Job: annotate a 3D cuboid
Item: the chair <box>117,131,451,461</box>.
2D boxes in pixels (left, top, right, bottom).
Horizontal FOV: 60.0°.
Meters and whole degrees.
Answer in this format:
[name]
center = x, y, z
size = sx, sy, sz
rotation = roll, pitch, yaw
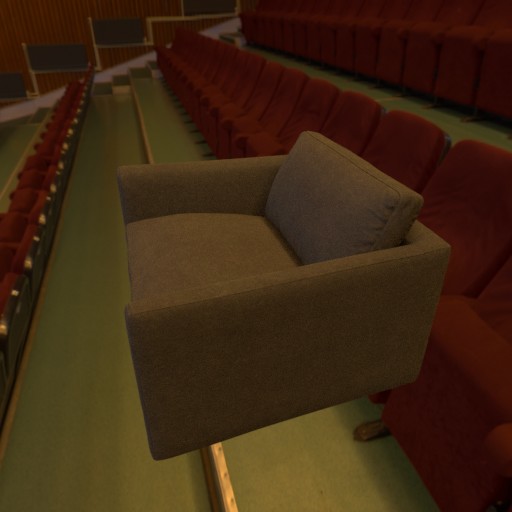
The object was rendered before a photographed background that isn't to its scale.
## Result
[chair]
center = 0.000, 0.000, 1.877
size = 1.091, 0.845, 1.190
rotation = -8, 32, -14
